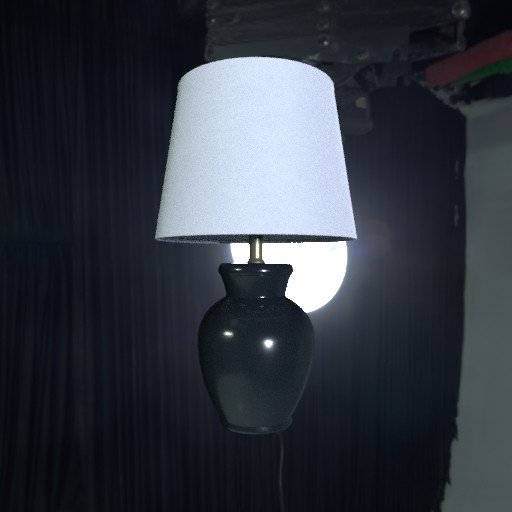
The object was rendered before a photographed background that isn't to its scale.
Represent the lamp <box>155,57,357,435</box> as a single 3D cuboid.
[{"bbox_3d":[0.000,0.000,0.538,0.239,0.399,0.239,0,-1,0],"label":"lamp"}]
